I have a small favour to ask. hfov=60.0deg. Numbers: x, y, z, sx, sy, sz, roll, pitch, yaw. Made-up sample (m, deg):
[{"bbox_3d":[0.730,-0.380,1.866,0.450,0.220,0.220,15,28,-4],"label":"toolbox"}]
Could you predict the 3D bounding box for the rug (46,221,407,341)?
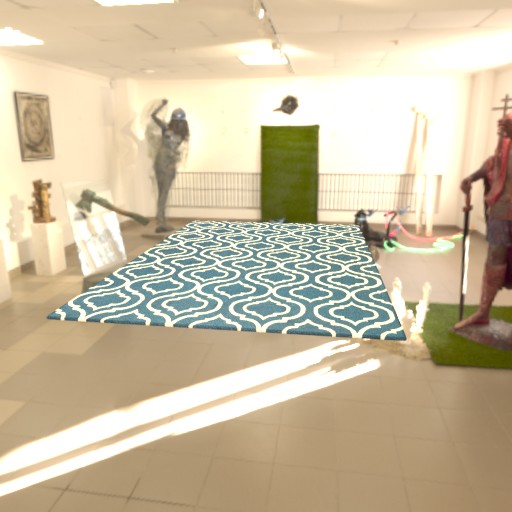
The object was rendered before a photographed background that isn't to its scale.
[{"bbox_3d":[0.000,0.000,2.209,1.143,0.010,1.753,2,15,8],"label":"rug"}]
